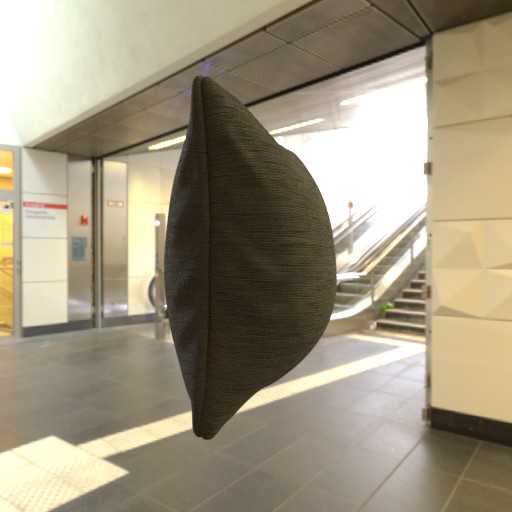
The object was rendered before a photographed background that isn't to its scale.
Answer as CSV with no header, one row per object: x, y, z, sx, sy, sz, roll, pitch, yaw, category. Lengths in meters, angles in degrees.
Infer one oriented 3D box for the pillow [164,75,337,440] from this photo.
0.000,0.000,0.698,0.246,0.414,0.432,0,0,17,pillow
